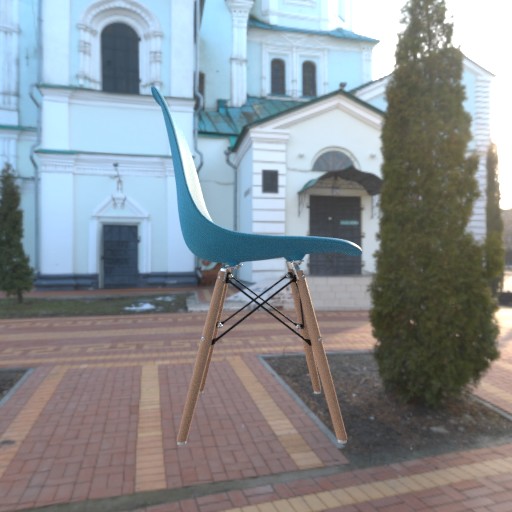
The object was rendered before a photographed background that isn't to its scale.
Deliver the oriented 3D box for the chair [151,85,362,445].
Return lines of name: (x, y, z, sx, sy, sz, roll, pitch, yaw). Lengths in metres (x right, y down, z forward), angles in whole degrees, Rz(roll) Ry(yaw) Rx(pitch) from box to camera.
chair: (0.000, 0.000, 1.157, 0.531, 0.826, 0.470, 0, 0, -1)
